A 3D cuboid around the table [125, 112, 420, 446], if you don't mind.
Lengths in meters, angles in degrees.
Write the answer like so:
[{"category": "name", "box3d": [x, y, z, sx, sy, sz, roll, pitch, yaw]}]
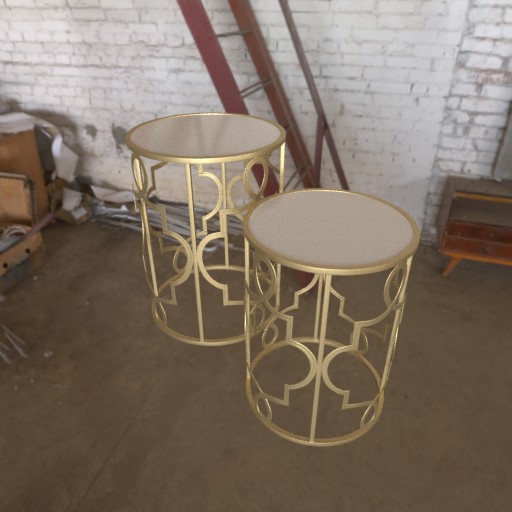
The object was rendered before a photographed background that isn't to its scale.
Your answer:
[{"category": "table", "box3d": [0.000, 0.000, 1.179, 0.420, 0.564, 0.846, -22, 38, -32]}]
